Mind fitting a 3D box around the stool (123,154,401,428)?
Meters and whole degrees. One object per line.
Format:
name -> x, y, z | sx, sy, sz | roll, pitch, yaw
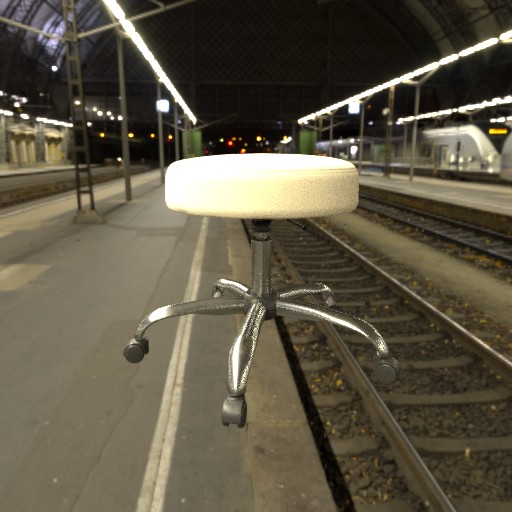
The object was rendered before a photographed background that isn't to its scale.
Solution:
stool -> 0.000, 0.000, 1.073 | 0.634, 0.482, 0.614 | -6, 14, -25
